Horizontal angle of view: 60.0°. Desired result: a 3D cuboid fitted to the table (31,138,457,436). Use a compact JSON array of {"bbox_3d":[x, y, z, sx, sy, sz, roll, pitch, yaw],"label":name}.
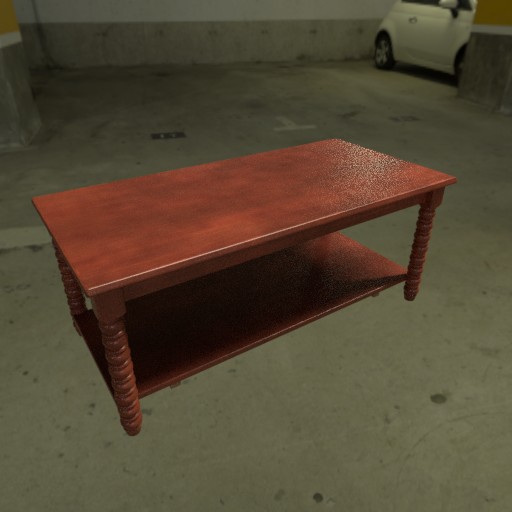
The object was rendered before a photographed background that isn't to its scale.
[{"bbox_3d":[0.000,0.000,1.461,1.171,0.485,0.580,-18,34,-29],"label":"table"}]
